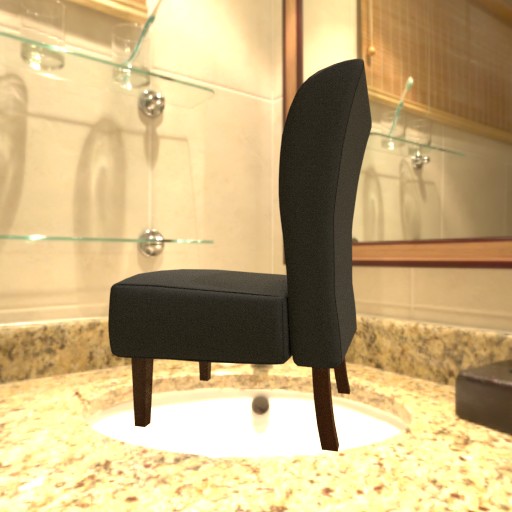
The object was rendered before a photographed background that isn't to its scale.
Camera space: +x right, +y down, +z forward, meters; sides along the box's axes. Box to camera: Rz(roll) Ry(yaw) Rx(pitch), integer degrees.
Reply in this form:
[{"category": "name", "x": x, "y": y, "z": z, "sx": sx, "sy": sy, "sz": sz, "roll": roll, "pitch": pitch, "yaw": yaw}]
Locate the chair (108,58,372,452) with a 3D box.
[{"category": "chair", "x": 0.000, "y": 0.000, "z": 1.182, "sx": 0.592, "sy": 0.804, "sz": 0.513, "roll": 0, "pitch": 0, "yaw": 15}]
